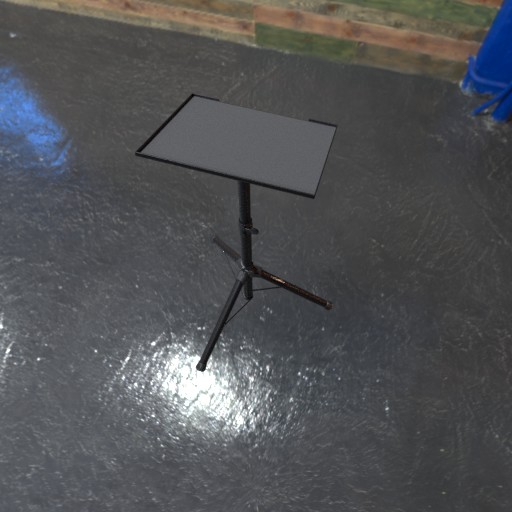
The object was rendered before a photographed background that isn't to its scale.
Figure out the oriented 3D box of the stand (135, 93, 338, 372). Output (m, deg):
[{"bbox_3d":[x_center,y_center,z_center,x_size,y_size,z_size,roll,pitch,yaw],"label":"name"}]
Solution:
[{"bbox_3d":[0.000,0.000,1.638,0.702,1.198,0.702,15,63,8],"label":"stand"}]
